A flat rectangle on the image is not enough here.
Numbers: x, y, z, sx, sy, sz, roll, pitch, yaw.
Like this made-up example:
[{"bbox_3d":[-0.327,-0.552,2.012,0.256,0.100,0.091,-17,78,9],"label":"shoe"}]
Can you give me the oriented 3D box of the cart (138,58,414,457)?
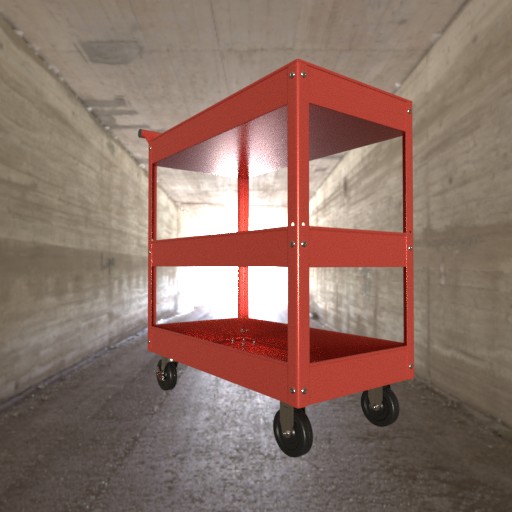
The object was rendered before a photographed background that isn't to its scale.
[{"bbox_3d":[0.000,0.000,1.172,0.366,0.780,0.719,1,-1,-37],"label":"cart"}]
